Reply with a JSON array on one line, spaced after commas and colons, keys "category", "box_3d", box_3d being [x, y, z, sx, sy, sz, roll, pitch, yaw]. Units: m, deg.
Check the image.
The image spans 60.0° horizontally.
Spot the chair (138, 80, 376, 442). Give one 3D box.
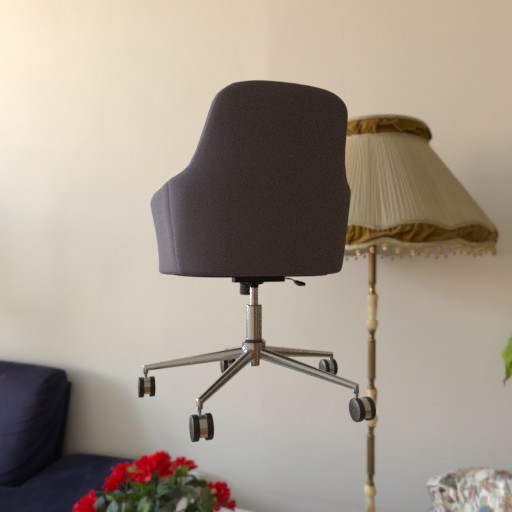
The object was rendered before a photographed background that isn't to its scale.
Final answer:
[{"category": "chair", "box_3d": [0.000, 0.000, 1.301, 0.655, 0.820, 0.600, 0, 0, -19]}]
